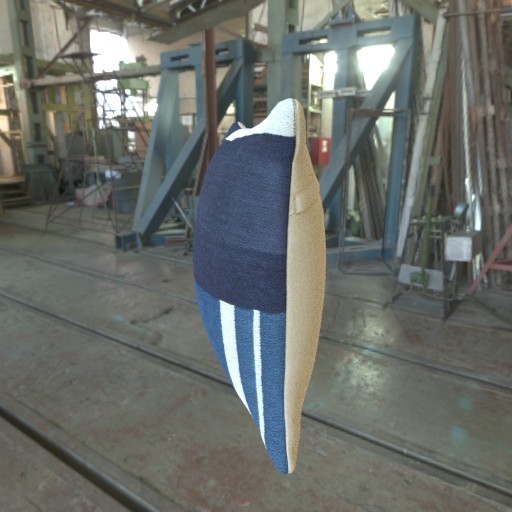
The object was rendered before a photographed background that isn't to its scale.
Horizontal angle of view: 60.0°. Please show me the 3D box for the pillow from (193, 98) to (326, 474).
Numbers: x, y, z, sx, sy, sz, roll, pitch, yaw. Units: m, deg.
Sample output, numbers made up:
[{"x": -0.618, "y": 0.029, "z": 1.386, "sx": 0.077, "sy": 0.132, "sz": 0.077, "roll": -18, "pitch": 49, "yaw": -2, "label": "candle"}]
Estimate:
[{"x": 0.000, "y": 0.000, "z": 0.812, "sx": 0.229, "sy": 0.506, "sz": 0.536, "roll": -3, "pitch": 15, "yaw": -10, "label": "pillow"}]
